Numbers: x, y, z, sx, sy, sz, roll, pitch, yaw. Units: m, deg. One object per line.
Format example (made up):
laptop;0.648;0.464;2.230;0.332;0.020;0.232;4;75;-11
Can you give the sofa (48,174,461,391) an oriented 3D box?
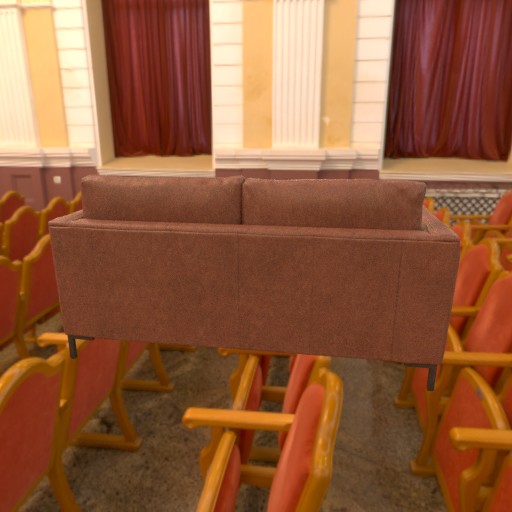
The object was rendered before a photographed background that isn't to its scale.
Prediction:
sofa;0.000;0.000;2.323;1.797;0.883;0.899;3;17;9
